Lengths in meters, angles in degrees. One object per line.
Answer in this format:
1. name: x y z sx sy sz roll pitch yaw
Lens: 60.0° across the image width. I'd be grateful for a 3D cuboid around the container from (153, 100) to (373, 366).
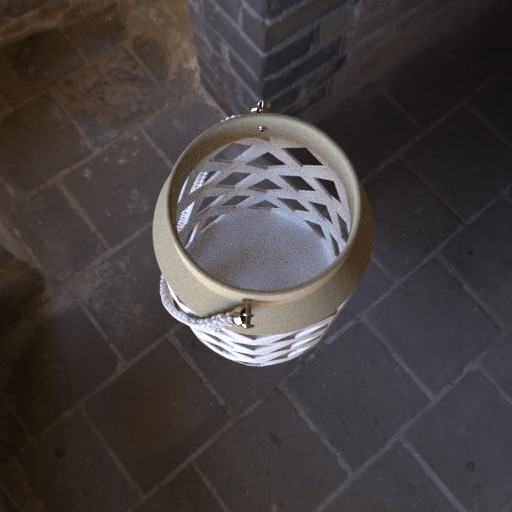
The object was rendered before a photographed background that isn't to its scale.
1. container: 0.000 0.000 0.406 0.198 0.264 0.188 4 74 1
